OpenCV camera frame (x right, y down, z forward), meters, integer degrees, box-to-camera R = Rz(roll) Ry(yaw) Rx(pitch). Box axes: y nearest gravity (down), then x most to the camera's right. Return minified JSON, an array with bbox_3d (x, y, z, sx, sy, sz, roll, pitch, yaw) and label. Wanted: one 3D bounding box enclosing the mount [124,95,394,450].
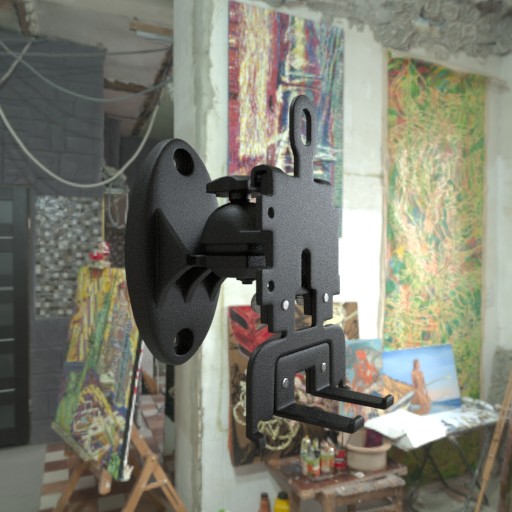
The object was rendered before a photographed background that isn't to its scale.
[{"bbox_3d":[0.000,0.000,0.177,0.100,0.118,0.066,0,0,37],"label":"mount"}]
